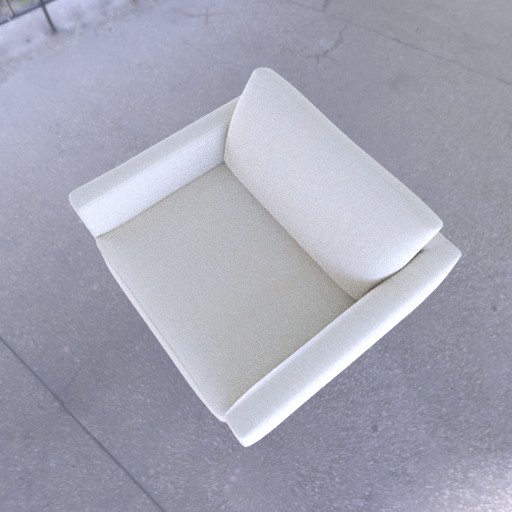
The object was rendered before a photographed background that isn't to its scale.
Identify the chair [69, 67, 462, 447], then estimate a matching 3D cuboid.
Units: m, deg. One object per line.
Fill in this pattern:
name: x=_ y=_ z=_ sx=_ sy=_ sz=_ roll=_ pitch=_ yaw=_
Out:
chair: x=0.000 y=0.000 z=1.572 sx=0.875 sy=0.806 sz=0.964 roll=-35 pitch=69 yaw=-16
